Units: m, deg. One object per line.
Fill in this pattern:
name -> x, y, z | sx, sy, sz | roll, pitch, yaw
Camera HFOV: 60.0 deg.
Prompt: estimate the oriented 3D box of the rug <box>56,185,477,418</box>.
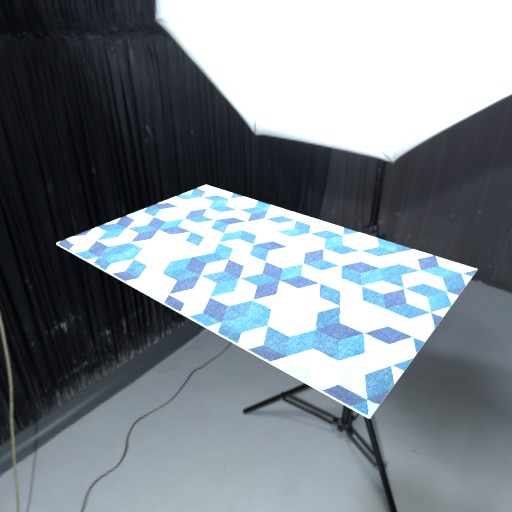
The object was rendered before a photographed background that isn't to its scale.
rug -> 0.000, 0.000, 3.005 | 2.438, 0.015, 1.518 | 22, 36, 33
